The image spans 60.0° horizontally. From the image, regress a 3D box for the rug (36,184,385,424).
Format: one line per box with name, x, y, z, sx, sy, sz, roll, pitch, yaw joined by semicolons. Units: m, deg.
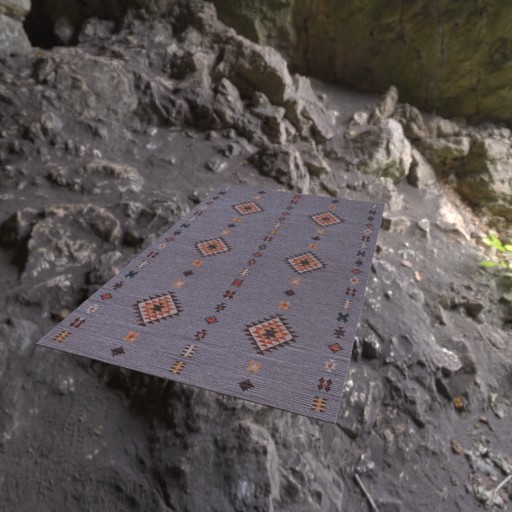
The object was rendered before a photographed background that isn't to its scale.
rug;0.000;0.000;3.016;1.515;0.007;2.427;10;31;16
